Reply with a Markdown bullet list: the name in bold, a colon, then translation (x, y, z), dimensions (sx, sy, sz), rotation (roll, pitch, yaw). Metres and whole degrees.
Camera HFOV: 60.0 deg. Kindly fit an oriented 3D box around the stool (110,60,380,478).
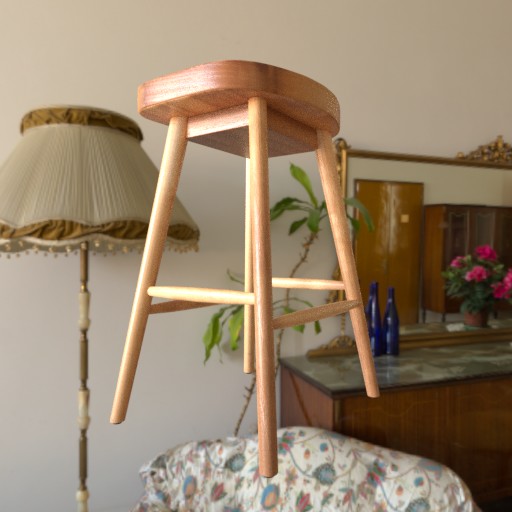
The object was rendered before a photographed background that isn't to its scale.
- **stool**: translation (0.000, 0.000, 0.888), dimensions (0.361, 0.615, 0.440), rotation (0, 1, 35)
